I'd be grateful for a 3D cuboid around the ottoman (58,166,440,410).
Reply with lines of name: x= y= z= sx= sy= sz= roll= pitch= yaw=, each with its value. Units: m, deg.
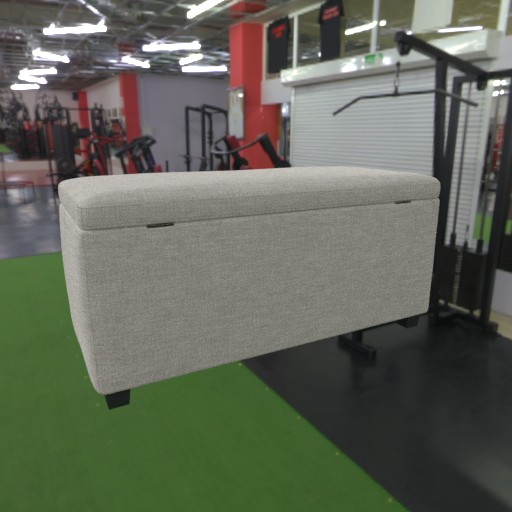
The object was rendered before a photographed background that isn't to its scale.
ottoman: x=0.000 y=0.000 z=1.153 sx=0.902 sy=0.432 sz=0.419 roll=-8 pitch=17 yaw=-27
